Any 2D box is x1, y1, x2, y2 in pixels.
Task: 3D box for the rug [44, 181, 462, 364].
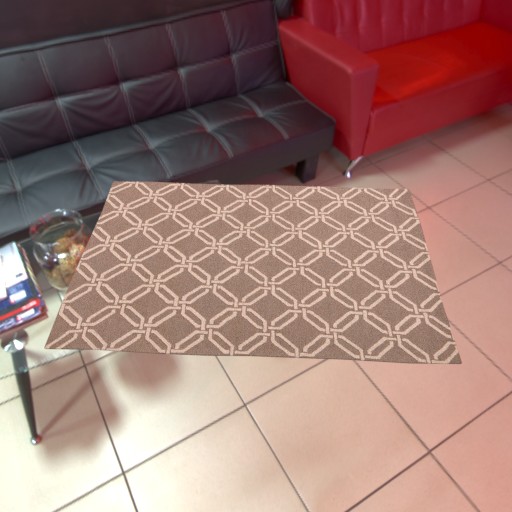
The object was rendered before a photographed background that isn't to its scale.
[{"bbox_3d":[0.000,0.000,2.218,1.748,0.010,1.142,2,47,2],"label":"rug"}]
